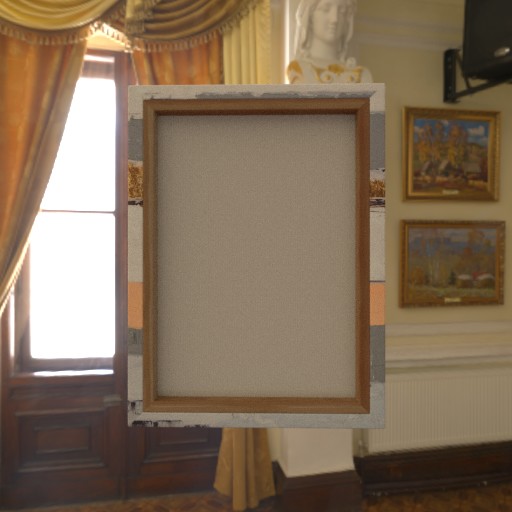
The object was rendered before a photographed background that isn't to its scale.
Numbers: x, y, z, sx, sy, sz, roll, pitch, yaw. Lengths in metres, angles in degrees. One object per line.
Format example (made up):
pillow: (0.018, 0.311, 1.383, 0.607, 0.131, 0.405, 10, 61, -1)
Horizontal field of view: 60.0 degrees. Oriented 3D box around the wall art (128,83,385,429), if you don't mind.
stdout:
wall art: (0.000, 0.000, 0.802, 0.456, 0.609, 0.038, 0, 0, 1)
